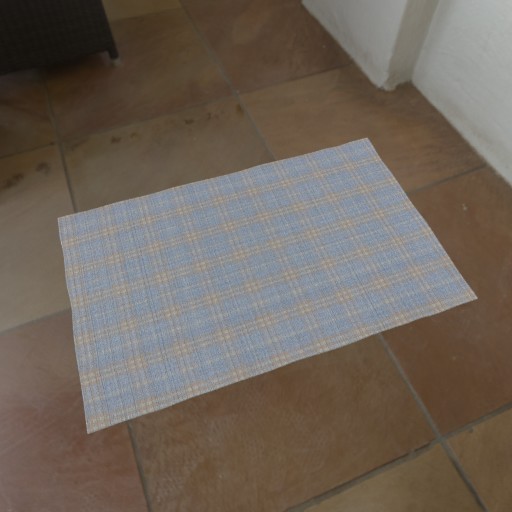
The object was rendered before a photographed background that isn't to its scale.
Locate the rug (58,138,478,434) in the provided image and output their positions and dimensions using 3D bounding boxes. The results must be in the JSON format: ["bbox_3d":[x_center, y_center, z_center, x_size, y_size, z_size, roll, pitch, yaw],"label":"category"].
[{"bbox_3d":[0.000,0.000,2.984,2.460,0.016,1.545,-16,59,-10],"label":"rug"}]
